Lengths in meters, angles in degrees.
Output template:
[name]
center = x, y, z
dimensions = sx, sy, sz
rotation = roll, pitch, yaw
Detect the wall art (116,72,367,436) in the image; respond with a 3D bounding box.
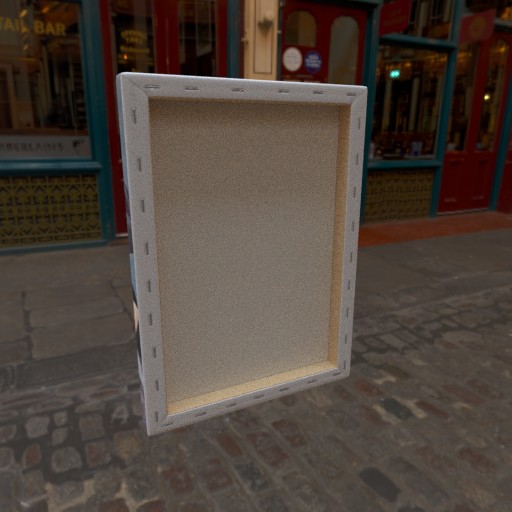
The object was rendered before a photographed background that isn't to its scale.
[wall art]
center = 0.000, 0.000, 0.831
dimensions = 0.455, 0.613, 0.037
rotation = -8, 17, -26
